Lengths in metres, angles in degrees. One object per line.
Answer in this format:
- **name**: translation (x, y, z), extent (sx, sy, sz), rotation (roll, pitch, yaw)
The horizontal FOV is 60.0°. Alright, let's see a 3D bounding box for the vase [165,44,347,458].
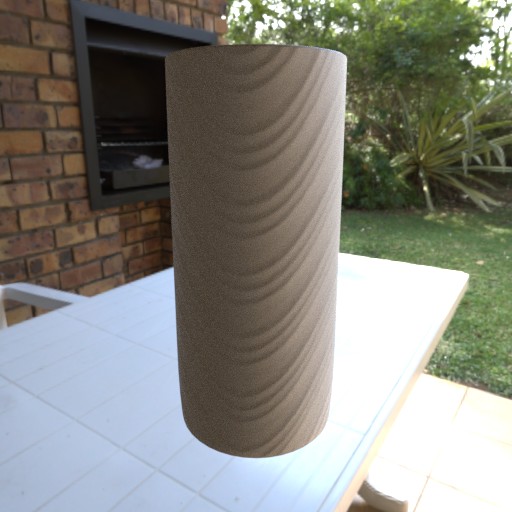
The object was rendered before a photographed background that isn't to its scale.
- **vase**: translation (0.000, 0.000, 0.385), extent (0.143, 0.316, 0.143), rotation (0, 16, 0)
